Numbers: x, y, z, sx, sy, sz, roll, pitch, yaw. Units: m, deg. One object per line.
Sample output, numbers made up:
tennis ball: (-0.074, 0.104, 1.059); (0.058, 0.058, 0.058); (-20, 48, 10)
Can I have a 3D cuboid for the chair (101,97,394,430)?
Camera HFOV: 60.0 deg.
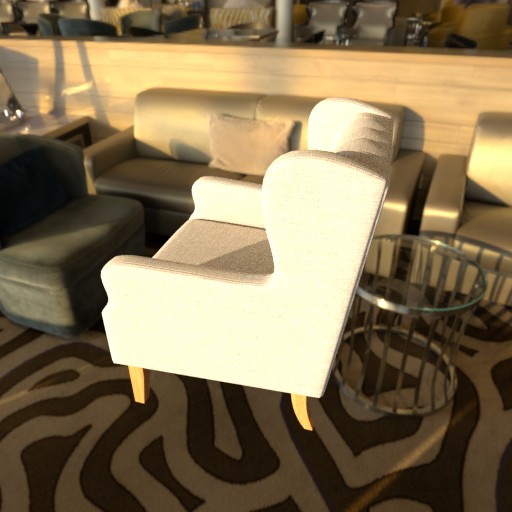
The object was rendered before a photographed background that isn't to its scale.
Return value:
chair: (0.000, 0.000, 1.489); (0.760, 0.930, 0.710); (8, 32, 14)
